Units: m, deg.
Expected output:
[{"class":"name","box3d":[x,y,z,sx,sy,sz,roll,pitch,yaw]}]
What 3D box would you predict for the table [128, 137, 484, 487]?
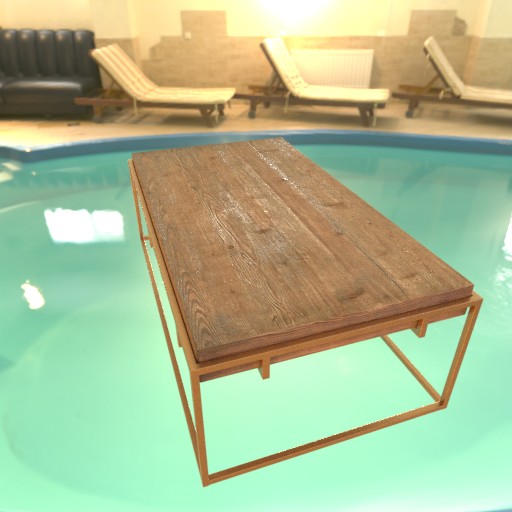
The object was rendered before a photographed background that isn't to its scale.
[{"class":"table","box3d":[0.000,0.000,1.706,0.775,0.468,1.387,-10,33,-16]}]
